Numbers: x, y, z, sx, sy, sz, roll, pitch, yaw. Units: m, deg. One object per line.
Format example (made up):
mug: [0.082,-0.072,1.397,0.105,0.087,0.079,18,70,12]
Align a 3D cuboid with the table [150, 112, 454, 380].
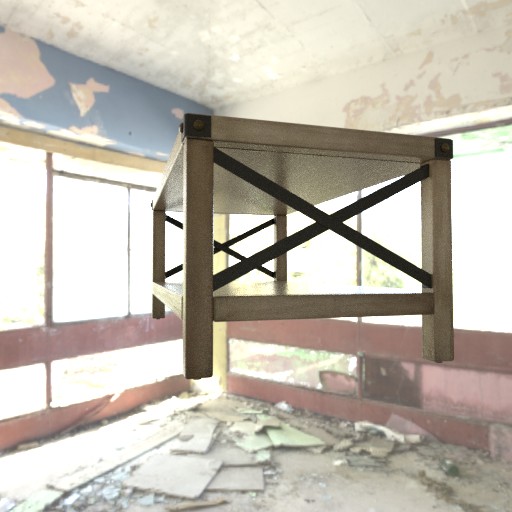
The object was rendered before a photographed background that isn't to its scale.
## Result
table: [0.000,0.000,1.298,0.559,0.456,1.016,1,-2,-16]
